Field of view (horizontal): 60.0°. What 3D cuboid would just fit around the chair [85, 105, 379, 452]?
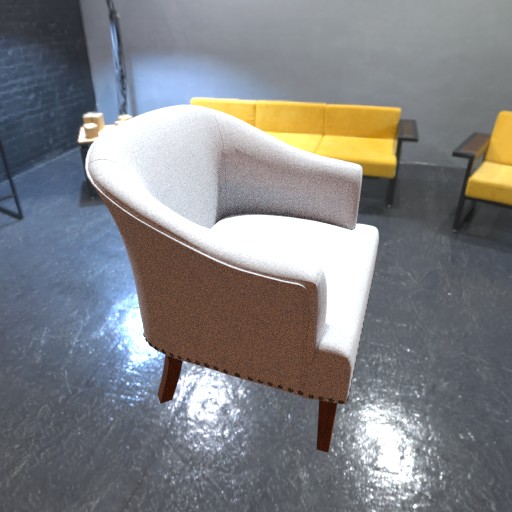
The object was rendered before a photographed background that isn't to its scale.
[{"bbox_3d":[0.000,0.000,1.377,0.704,0.815,0.798,10,31,16],"label":"chair"}]
